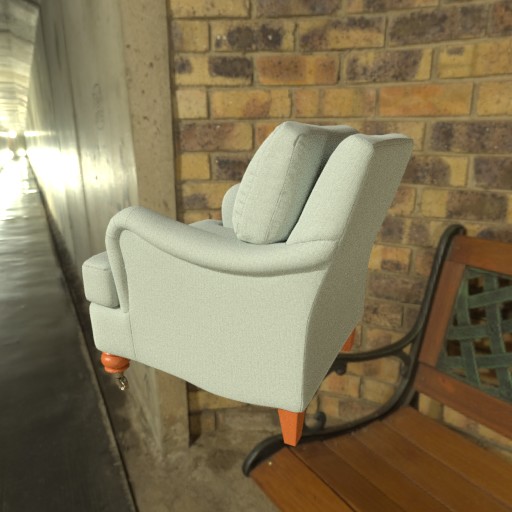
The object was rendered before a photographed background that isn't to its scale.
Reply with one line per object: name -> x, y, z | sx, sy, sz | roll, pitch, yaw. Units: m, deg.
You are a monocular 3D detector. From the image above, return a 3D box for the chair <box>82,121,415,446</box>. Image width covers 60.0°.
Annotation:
chair -> 0.000, 0.000, 1.819 | 1.070, 1.038, 0.955 | 7, 17, 24
